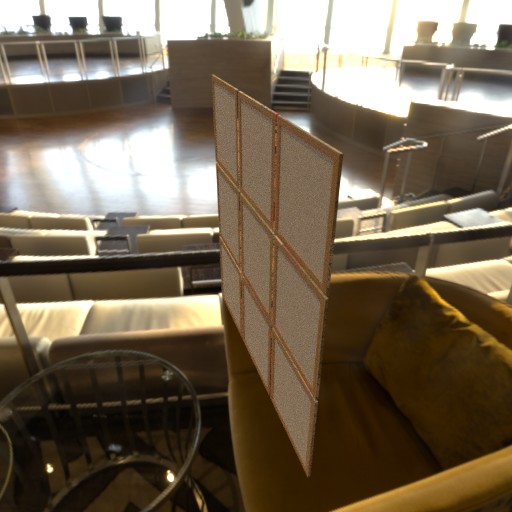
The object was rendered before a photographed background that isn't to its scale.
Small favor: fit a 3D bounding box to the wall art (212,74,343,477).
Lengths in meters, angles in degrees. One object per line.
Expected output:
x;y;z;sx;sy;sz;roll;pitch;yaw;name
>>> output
0.000;0.000;2.282;0.013;1.534;1.519;-10;32;-16;wall art
